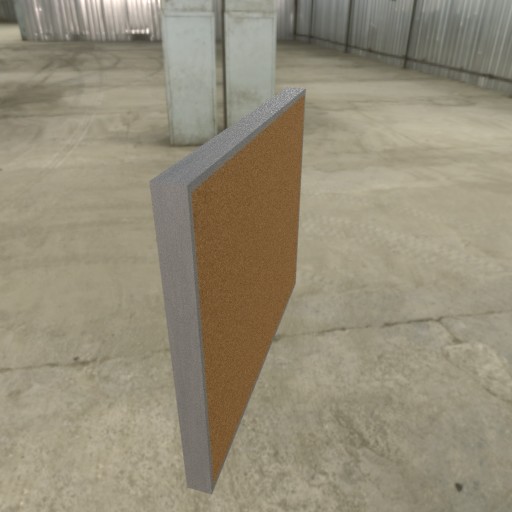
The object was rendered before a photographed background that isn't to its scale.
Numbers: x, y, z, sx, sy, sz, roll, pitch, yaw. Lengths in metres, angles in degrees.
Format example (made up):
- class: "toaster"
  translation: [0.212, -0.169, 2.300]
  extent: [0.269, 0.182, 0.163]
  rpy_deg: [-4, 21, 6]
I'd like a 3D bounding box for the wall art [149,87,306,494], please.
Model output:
- class: "wall art"
  translation: [0.000, 0.000, 0.740]
  extent: [0.037, 0.450, 0.557]
  rpy_deg: [8, 30, 14]
